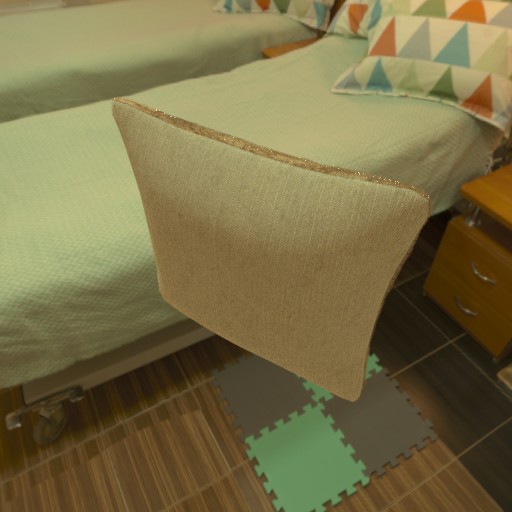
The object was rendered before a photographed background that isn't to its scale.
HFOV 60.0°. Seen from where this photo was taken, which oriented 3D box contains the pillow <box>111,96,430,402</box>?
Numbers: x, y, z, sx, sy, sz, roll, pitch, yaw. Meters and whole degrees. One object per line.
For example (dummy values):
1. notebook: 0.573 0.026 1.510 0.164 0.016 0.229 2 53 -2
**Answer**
1. pillow: 0.000 0.000 0.830 0.538 0.525 0.216 23 50 22
